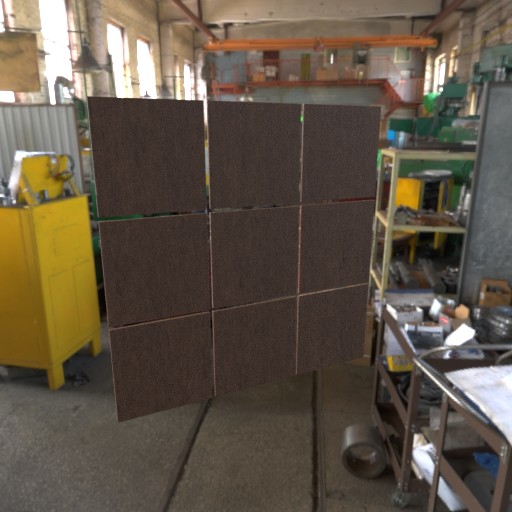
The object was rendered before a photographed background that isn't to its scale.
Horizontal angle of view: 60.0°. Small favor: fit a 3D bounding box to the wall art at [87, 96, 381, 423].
[{"bbox_3d":[0.000,0.000,2.321,1.527,1.525,0.014,-7,17,-25],"label":"wall art"}]
